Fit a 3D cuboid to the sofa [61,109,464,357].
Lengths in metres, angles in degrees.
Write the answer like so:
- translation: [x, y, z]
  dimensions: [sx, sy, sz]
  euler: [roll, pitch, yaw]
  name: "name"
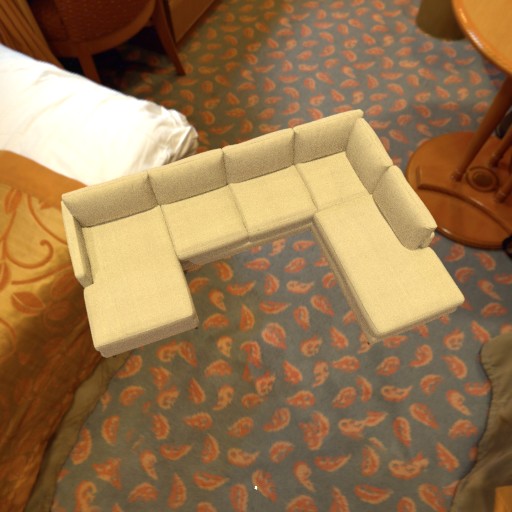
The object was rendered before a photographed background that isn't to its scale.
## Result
- translation: [0.000, 0.000, 3.551]
  dimensions: [2.737, 0.756, 1.879]
  euler: [-18, 64, -9]
  name: "sofa"
